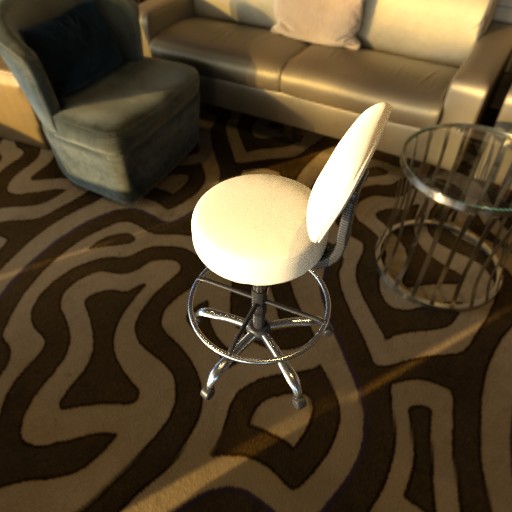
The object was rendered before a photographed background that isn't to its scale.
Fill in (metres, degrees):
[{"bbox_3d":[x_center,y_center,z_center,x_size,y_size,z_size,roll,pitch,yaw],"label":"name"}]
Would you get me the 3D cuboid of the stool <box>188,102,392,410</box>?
[{"bbox_3d":[0.000,0.000,1.457,0.616,1.080,0.609,18,49,16],"label":"stool"}]
